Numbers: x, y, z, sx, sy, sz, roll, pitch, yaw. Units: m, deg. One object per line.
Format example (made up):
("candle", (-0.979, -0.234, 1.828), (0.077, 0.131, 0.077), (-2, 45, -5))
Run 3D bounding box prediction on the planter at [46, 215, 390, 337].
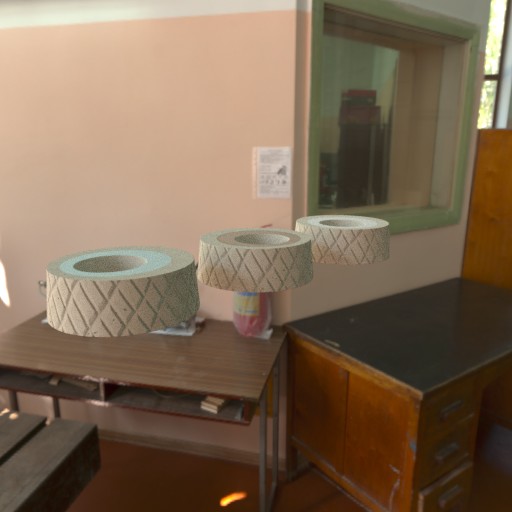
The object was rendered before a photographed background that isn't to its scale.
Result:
("planter", (0.000, 0.000, 0.434), (0.390, 0.038, 0.114), (-12, 18, -42))
